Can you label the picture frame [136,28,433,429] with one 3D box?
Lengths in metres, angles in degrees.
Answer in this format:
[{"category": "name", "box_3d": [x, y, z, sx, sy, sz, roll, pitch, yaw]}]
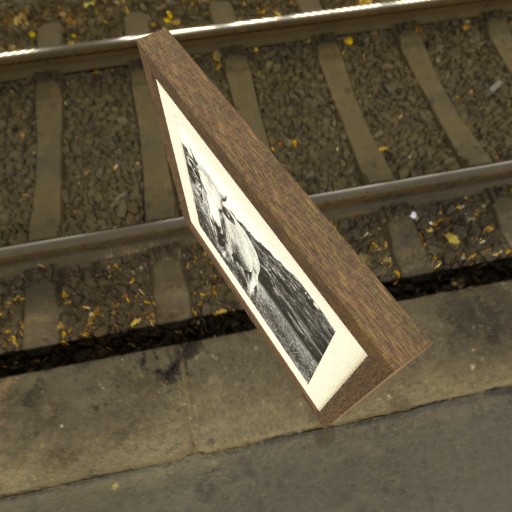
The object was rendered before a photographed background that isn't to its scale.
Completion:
[{"category": "picture frame", "box_3d": [0.000, 0.000, 0.507, 0.033, 0.330, 0.378, -30, 66, -14]}]
